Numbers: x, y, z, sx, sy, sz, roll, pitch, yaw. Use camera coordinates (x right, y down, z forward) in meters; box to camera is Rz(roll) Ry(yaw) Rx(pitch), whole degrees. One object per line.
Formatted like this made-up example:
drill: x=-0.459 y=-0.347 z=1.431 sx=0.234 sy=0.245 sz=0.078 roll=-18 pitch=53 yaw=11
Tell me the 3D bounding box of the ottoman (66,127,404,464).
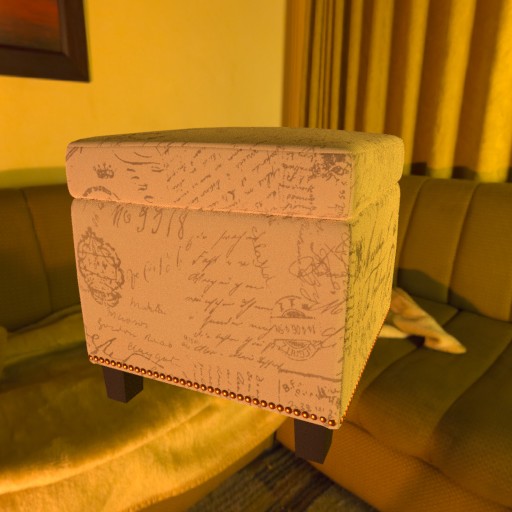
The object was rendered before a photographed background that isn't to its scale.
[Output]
ottoman: x=0.000 y=0.000 z=0.817 sx=0.449 sy=0.457 sz=0.450 roll=7 pitch=18 yaw=23
